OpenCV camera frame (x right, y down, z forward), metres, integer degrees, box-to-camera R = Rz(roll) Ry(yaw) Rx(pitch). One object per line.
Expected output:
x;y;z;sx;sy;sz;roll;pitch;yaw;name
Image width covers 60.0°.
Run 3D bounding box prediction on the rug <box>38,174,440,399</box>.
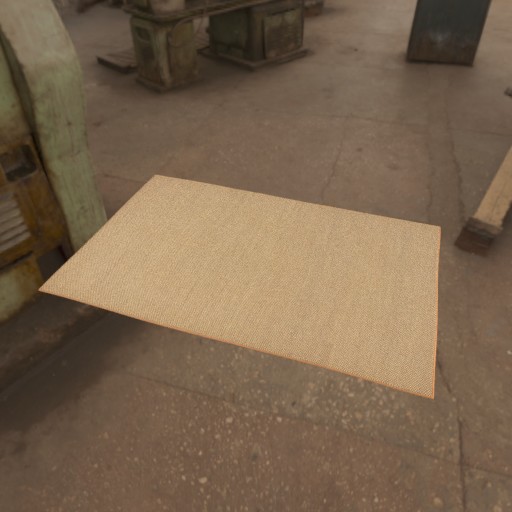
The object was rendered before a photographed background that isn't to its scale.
0.000;0.000;2.137;1.678;0.013;1.078;12;42;14;rug
